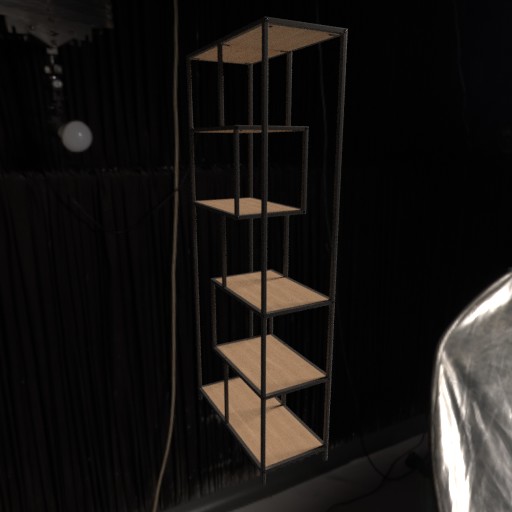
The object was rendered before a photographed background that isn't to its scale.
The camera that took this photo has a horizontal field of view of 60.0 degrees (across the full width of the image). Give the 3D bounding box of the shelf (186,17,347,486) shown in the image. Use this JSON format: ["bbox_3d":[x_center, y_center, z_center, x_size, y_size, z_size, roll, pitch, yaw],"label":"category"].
[{"bbox_3d":[0.000,0.000,2.102,0.350,1.850,0.770,-8,16,-27],"label":"shelf"}]
